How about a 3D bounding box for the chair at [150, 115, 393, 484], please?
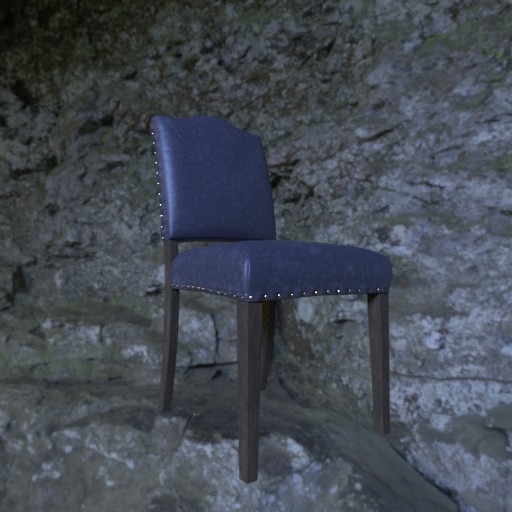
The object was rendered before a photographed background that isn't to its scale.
[{"bbox_3d":[0.000,0.000,1.348,0.500,0.991,0.633,0,0,-36],"label":"chair"}]
